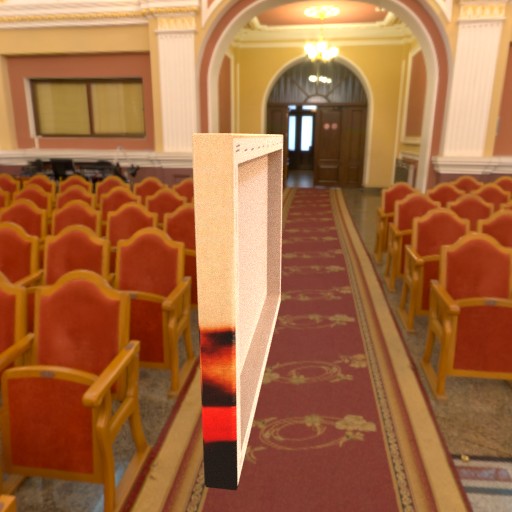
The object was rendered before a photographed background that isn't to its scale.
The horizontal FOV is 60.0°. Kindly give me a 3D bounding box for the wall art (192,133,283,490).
[{"bbox_3d":[0.000,0.000,0.760,0.040,0.402,0.613,2,15,8],"label":"wall art"}]
